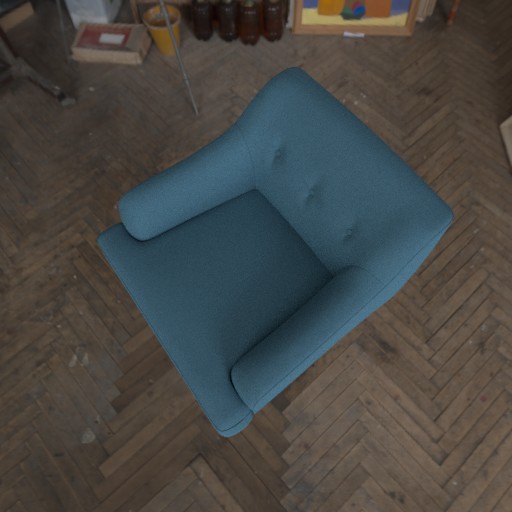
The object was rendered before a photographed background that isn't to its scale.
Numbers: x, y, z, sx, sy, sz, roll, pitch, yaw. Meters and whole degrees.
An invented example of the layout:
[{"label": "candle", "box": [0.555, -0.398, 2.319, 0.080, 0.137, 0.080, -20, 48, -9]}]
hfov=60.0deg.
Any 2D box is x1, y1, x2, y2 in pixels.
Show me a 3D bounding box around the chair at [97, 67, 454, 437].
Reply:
[{"label": "chair", "box": [0.000, 0.000, 1.711, 0.951, 0.818, 0.946, -33, 68, -15]}]
